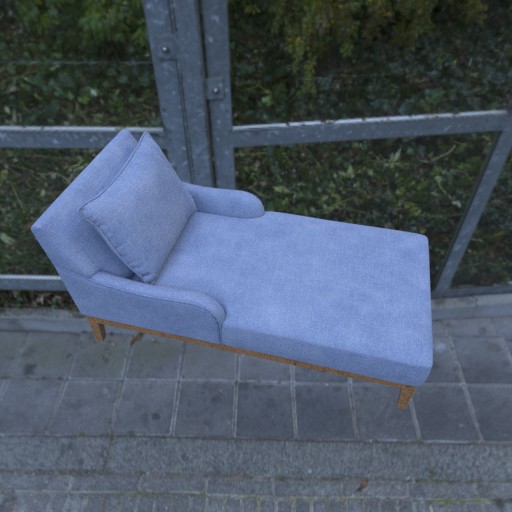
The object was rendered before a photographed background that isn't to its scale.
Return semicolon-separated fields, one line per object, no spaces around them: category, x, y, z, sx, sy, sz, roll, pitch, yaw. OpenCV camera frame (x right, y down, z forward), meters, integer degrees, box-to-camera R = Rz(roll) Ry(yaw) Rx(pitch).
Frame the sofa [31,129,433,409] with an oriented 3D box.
sofa;0.000;0.000;2.304;1.779;0.883;0.904;10;45;10
